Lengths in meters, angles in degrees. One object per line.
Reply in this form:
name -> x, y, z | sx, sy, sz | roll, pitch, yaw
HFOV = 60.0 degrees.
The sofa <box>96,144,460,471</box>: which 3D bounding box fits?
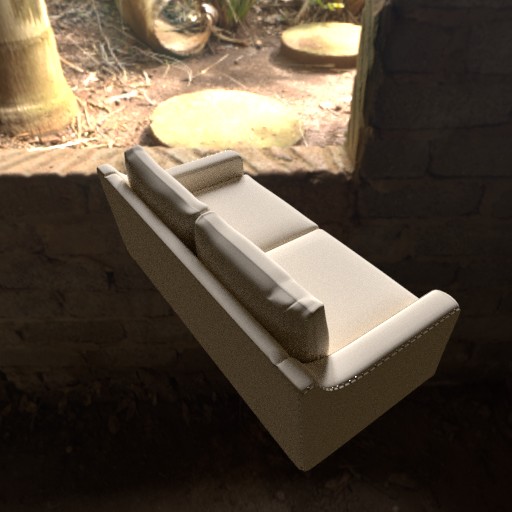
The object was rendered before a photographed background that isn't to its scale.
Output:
sofa -> 0.000, 0.000, 2.329 | 0.949, 0.830, 1.812 | -25, 46, -27
